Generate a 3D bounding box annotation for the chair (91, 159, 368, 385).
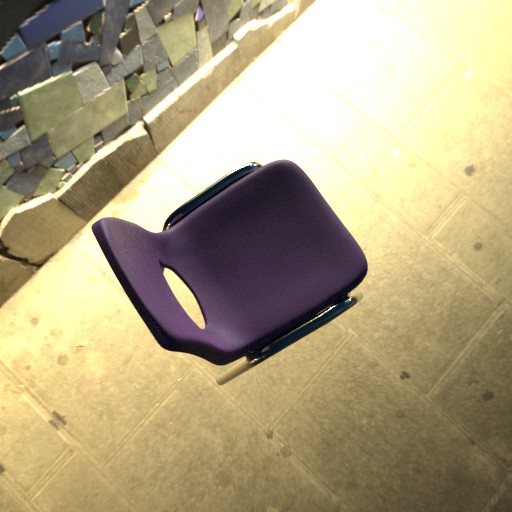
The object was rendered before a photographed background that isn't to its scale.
[{"bbox_3d":[0.000,0.000,0.840,0.419,0.584,0.356,-32,78,-8],"label":"chair"}]
